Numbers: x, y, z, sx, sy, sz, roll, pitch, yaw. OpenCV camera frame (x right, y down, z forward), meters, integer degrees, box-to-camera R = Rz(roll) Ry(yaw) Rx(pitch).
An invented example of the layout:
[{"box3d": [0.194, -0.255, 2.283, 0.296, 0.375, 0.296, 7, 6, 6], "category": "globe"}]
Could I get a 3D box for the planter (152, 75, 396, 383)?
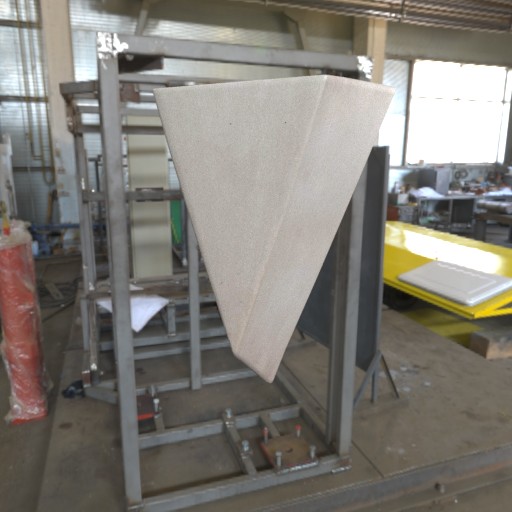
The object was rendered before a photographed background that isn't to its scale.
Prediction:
[{"box3d": [0.000, 0.000, 0.278, 0.150, 0.197, 0.060, 6, 14, 25], "category": "planter"}]
